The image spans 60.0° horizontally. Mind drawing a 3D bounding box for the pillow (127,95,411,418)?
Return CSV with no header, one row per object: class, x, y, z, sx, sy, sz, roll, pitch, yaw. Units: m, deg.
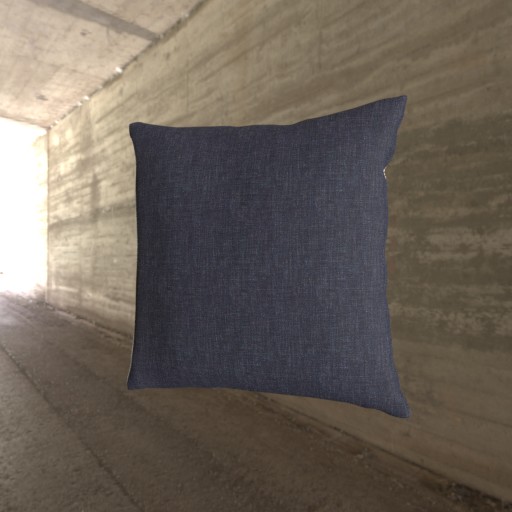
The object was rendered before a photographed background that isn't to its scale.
pillow,0.000,0.000,0.774,0.510,0.510,0.145,0,0,17
